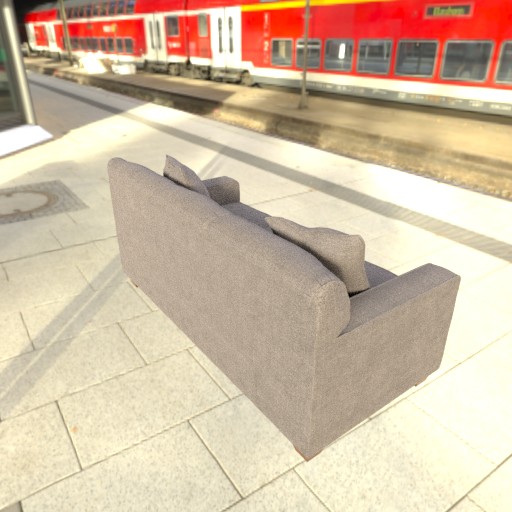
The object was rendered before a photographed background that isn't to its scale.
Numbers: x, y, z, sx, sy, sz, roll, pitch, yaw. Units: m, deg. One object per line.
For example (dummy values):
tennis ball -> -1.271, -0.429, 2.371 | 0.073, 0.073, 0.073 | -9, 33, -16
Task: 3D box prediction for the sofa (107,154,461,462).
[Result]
sofa -> 0.000, 0.000, 2.618 | 0.997, 0.958, 2.024 | -18, 32, -32
